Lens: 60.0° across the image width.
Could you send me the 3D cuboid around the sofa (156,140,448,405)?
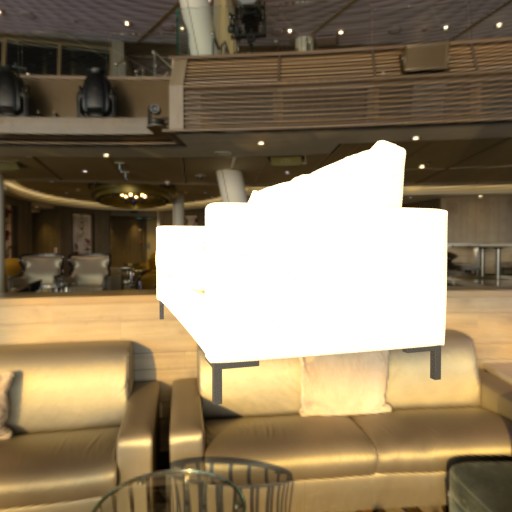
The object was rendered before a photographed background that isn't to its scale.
[{"bbox_3d":[0.000,0.000,2.121,0.839,0.812,1.651,0,1,-18],"label":"sofa"}]
